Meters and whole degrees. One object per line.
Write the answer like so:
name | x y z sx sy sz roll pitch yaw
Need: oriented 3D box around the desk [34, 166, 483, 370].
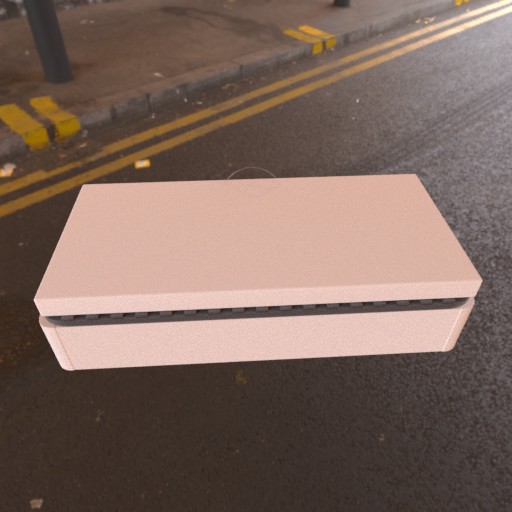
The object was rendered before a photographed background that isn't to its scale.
desk | 0.000 0.000 2.250 1.900 0.526 0.900 -2 41 -3
